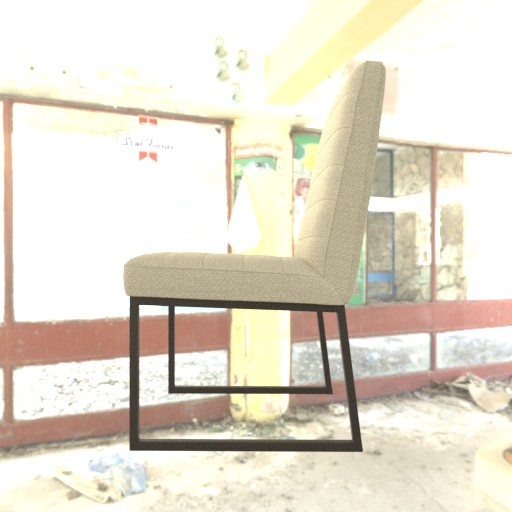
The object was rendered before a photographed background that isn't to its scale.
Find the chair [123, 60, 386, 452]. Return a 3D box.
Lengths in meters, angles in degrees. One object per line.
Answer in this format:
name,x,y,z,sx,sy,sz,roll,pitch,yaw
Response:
chair,0.000,0.000,1.284,0.634,0.930,0.520,0,0,1
